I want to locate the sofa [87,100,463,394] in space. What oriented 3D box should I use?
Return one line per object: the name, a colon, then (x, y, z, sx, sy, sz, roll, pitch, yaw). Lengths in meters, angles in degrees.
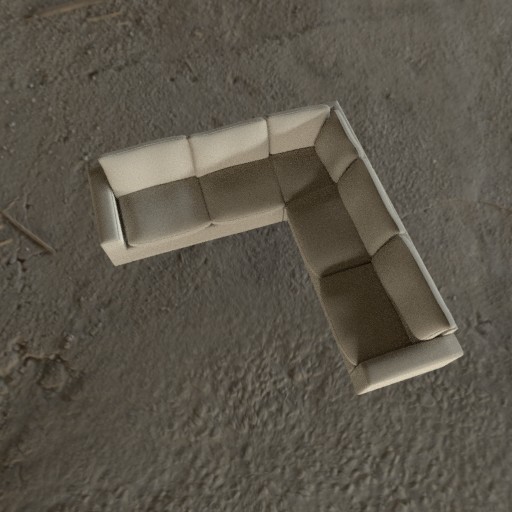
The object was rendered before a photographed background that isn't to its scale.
sofa: (0.000, 0.000, 4.686, 3.066, 0.918, 3.206, -16, 65, -8)
